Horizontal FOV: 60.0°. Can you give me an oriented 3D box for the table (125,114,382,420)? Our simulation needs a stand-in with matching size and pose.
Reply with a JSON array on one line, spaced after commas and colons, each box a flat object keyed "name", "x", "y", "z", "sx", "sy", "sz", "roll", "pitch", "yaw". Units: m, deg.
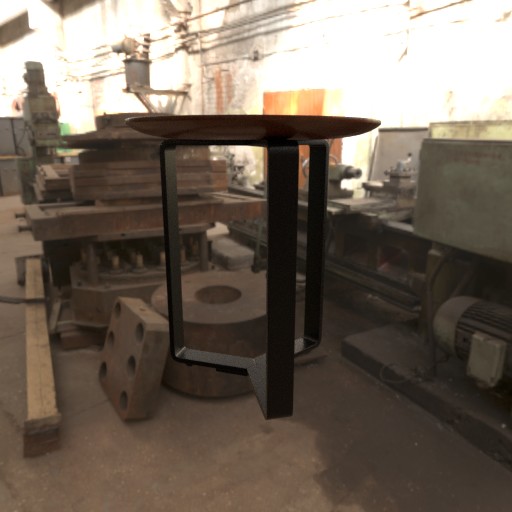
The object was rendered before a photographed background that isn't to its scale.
[{"name": "table", "x": 0.000, "y": 0.000, "z": 0.771, "sx": 0.410, "sy": 0.450, "sz": 0.380, "roll": -13, "pitch": 20, "yaw": -41}]
